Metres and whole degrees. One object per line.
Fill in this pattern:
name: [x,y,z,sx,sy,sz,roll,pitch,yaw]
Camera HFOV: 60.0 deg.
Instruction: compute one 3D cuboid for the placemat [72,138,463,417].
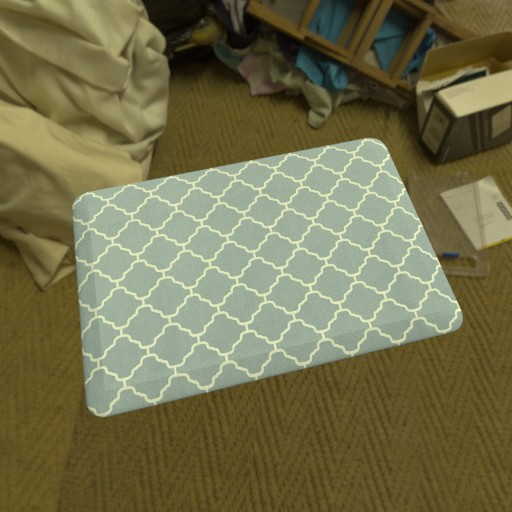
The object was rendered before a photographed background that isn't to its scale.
placemat: [0.000,0.000,0.955,0.762,0.021,0.508,-12,65,-6]
